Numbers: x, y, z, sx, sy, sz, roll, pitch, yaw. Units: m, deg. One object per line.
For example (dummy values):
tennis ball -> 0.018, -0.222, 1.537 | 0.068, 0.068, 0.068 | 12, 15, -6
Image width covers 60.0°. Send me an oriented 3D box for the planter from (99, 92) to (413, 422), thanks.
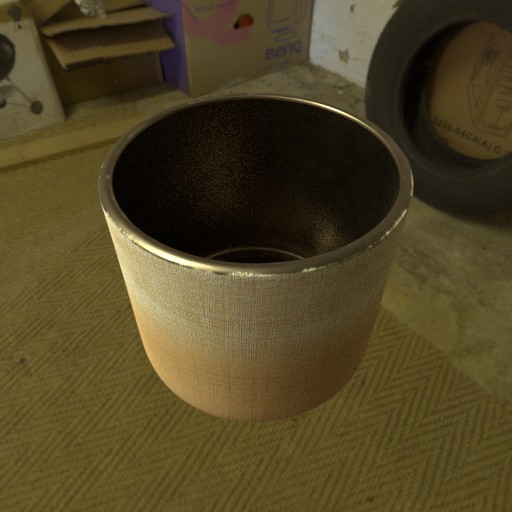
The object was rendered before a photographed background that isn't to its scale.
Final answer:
planter -> 0.000, 0.000, 0.437 | 0.254, 0.221, 0.254 | 0, 45, 0
